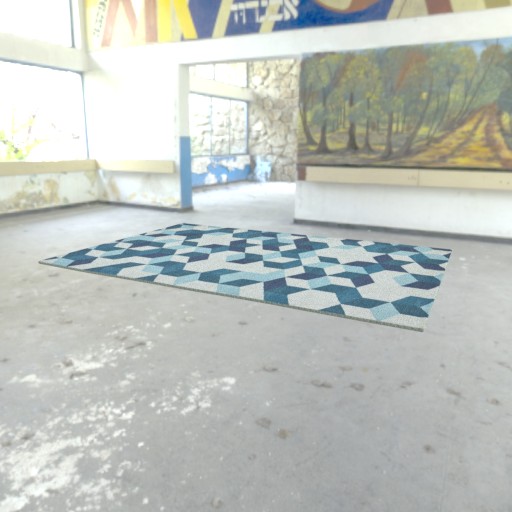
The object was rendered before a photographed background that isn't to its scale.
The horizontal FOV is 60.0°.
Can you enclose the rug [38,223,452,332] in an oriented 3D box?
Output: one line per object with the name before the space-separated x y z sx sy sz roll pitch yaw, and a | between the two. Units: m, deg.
rug | 0.000 0.000 2.343 1.829 0.014 1.235 7 16 26
